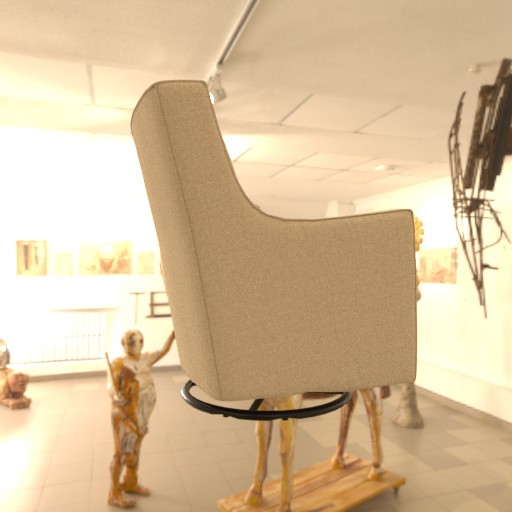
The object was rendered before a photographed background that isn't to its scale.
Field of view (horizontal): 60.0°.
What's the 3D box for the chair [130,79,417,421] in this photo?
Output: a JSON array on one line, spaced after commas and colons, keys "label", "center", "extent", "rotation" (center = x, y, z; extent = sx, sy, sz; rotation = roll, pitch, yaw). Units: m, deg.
[{"label": "chair", "center": [0.000, 0.000, 1.611], "extent": [0.879, 0.993, 0.732], "rotation": [0, -1, -19]}]
